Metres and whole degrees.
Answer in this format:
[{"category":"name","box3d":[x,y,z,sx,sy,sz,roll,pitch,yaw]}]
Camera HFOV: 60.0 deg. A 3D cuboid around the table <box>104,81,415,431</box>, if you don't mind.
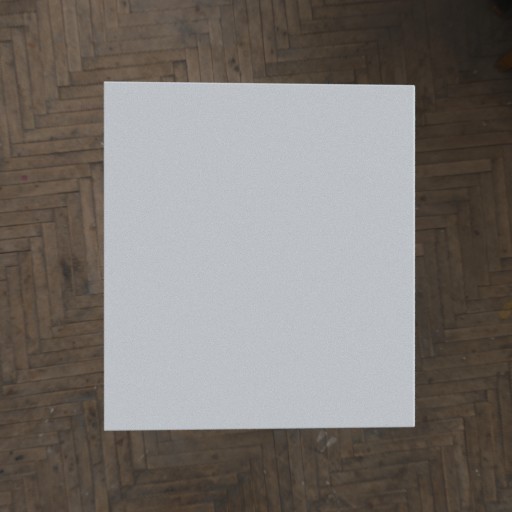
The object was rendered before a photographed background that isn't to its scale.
[{"category":"table","box3d":[0.000,0.000,0.768,0.380,0.460,0.420,0,90,-2]}]
